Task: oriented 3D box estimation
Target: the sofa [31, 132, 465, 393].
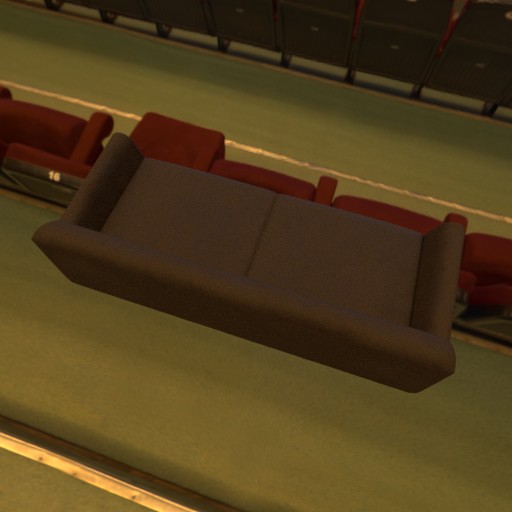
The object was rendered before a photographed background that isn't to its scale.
[{"bbox_3d":[0.000,0.000,2.637,2.190,0.740,0.900,17,64,8],"label":"sofa"}]
